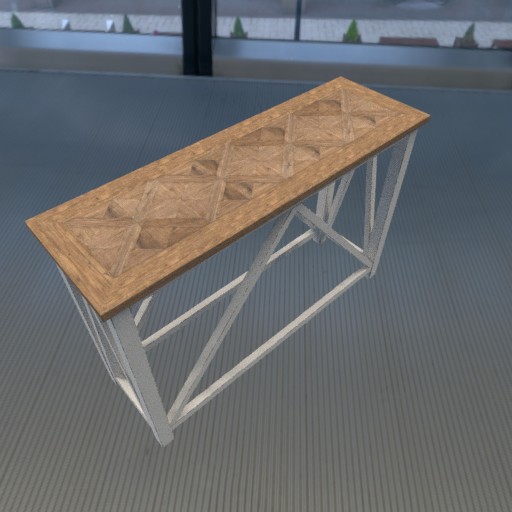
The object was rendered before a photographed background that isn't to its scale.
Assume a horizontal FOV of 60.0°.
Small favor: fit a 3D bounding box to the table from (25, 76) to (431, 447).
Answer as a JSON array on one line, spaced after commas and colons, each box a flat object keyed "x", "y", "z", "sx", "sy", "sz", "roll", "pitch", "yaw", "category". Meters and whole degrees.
[{"x": 0.000, "y": 0.000, "z": 1.827, "sx": 1.400, "sy": 0.930, "sz": 0.450, "roll": -33, "pitch": 55, "yaw": -28, "category": "table"}]
